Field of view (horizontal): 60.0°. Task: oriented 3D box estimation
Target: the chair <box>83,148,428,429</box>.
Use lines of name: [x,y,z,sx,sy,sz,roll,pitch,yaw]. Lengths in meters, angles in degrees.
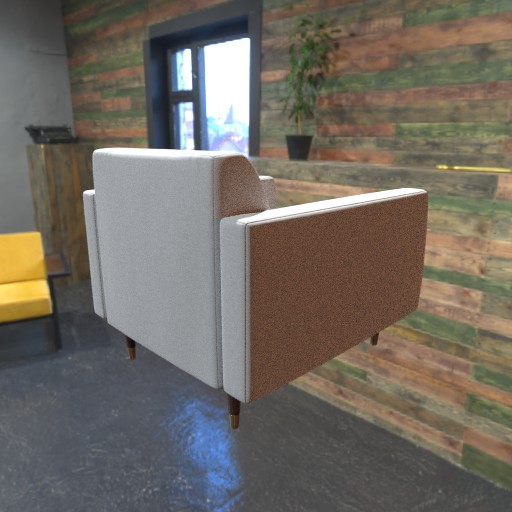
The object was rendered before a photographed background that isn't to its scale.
chair: [0.000,0.000,1.722,0.998,0.819,0.953,-14,21,-43]
